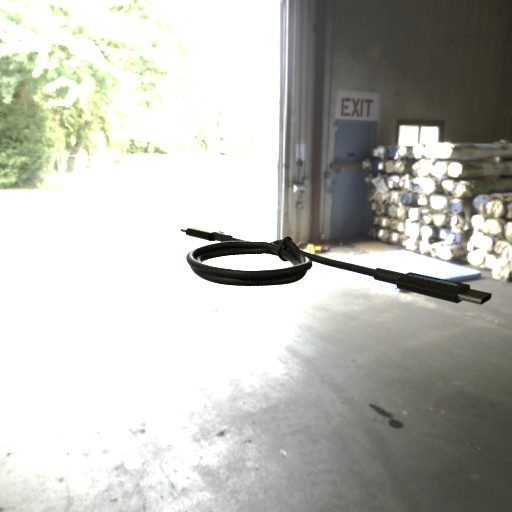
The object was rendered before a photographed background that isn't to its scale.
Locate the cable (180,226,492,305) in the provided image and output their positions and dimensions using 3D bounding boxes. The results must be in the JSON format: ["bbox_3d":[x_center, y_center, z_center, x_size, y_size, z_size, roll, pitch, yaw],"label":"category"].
[{"bbox_3d":[0.000,0.000,0.224,0.070,0.014,0.203,-13,19,-42],"label":"cable"}]
